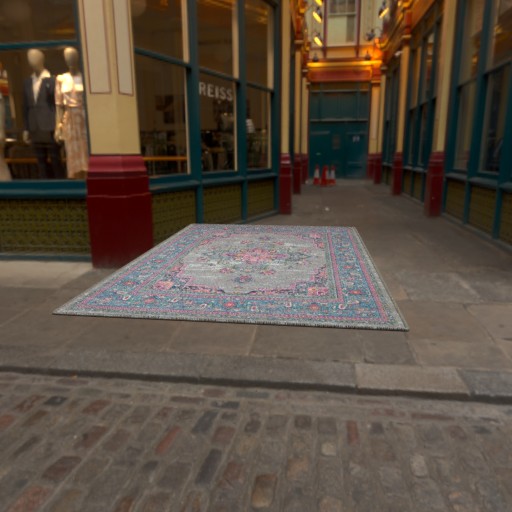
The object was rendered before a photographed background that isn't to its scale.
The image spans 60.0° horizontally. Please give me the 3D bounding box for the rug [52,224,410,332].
[{"bbox_3d":[0.000,0.000,2.227,1.144,0.014,1.748,2,14,7],"label":"rug"}]
